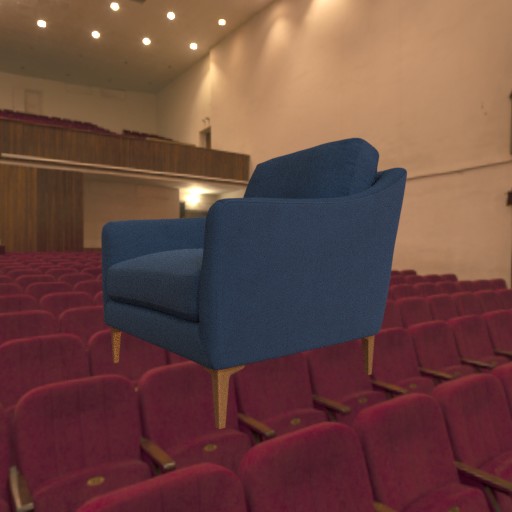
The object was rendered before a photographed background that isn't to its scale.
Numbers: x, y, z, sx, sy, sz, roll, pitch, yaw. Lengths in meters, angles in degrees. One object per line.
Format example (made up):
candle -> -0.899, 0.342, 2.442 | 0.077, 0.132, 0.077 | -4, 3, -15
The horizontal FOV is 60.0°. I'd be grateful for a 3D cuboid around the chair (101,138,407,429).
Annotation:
chair -> 0.000, 0.000, 1.760 | 0.961, 0.899, 0.987 | 0, 0, -35
